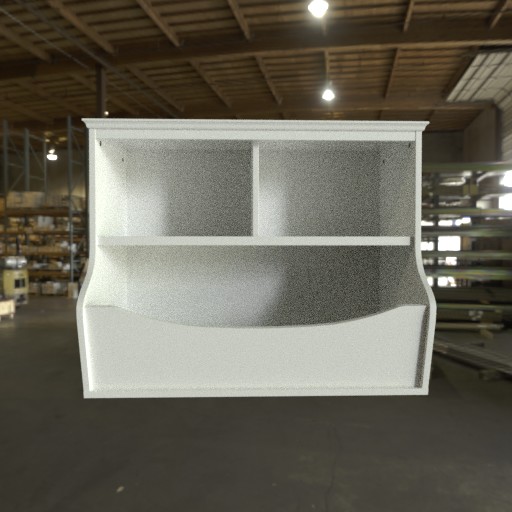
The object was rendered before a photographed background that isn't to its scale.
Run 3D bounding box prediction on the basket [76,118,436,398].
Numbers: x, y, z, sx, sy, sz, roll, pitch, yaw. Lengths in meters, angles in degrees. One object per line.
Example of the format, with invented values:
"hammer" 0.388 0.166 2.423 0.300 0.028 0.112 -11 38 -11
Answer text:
"basket" 0.000 0.000 1.134 0.792 0.625 0.376 0 1 -2
